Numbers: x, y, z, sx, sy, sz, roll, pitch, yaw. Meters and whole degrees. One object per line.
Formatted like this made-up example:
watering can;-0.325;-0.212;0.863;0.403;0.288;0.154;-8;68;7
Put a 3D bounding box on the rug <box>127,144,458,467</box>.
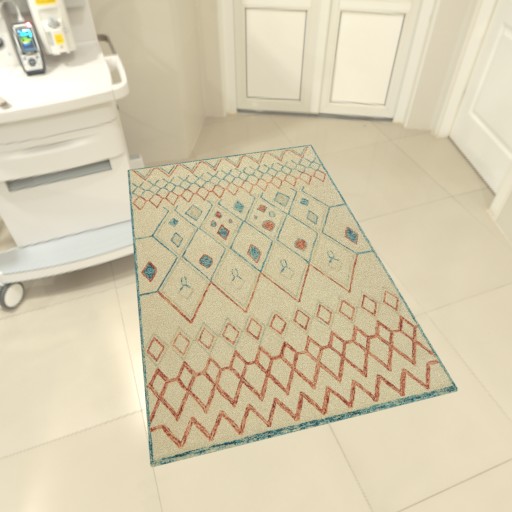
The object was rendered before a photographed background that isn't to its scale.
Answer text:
rug;0.000;0.000;2.283;1.219;0.016;1.829;-10;47;-9
